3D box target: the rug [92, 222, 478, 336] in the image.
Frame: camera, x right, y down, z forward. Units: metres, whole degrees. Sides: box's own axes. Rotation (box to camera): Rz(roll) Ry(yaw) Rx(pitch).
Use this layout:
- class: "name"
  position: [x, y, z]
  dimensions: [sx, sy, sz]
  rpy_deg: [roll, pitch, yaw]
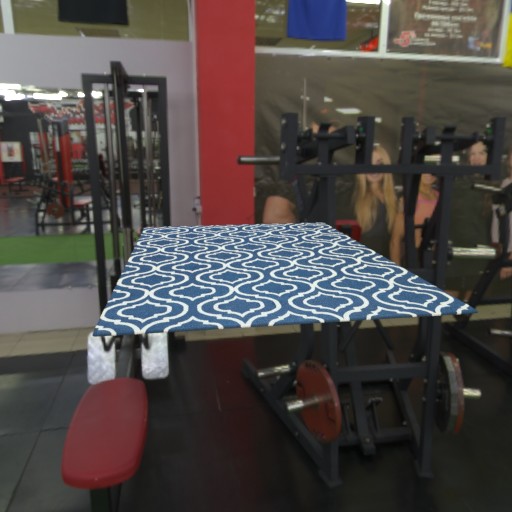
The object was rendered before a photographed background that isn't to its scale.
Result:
- class: "rug"
  position: [0.000, 0.000, 2.726]
  dimensions: [1.524, 0.010, 2.134]
  rpy_deg: [-2, 14, -8]
